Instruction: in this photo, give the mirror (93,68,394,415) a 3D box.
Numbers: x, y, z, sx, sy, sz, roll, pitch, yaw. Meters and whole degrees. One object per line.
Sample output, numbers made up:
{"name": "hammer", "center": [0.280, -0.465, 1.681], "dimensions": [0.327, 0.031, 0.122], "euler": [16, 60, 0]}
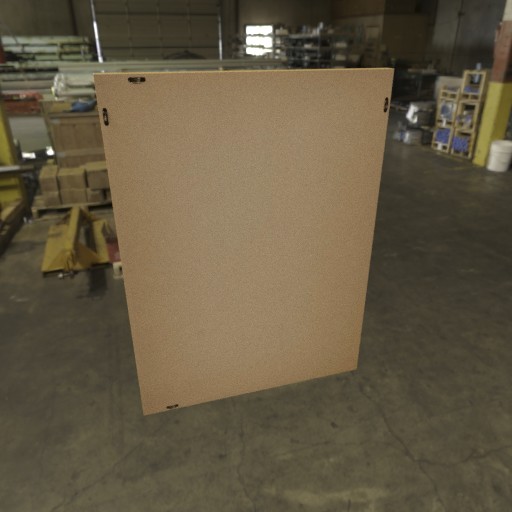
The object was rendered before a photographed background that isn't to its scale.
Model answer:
{"name": "mirror", "center": [0.000, 0.000, 1.315], "dimensions": [0.762, 1.016, 0.040], "euler": [-8, 27, -15]}
